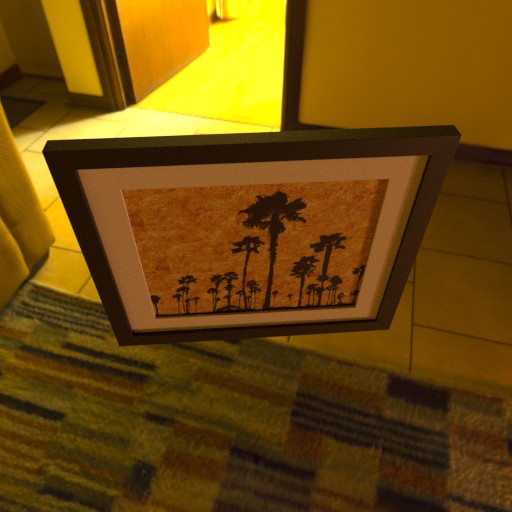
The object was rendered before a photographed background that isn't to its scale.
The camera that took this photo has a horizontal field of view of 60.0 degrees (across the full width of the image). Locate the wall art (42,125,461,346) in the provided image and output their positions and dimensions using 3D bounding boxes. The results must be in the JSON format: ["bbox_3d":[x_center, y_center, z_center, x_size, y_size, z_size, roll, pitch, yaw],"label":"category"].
[{"bbox_3d":[0.000,0.000,0.764,0.561,0.460,0.028,-3,46,-3],"label":"wall art"}]
